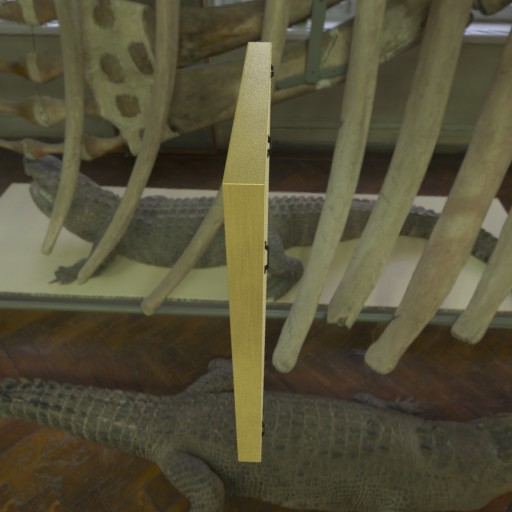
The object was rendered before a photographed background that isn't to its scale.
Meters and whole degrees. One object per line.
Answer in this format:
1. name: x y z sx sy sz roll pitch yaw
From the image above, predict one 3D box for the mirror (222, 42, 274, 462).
1. mirror: 0.000 0.000 0.685 0.041 0.508 0.405 1 41 2
